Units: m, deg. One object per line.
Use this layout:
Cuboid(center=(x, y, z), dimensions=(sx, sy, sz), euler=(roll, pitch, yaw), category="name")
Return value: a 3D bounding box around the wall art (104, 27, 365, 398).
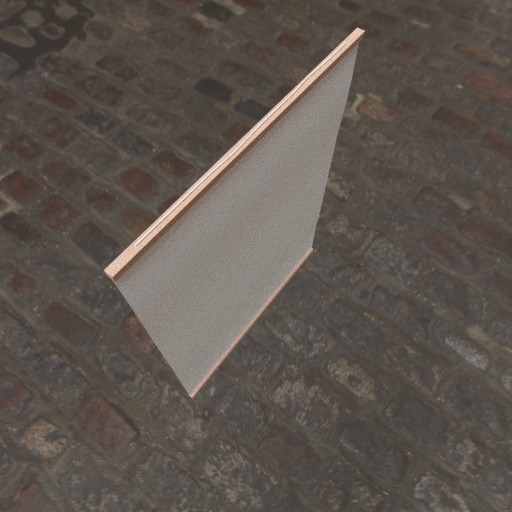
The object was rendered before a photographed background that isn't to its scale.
Cuboid(center=(0.000, 0.000, 1.277), dimensions=(0.020, 1.013, 0.758), euler=(34, 67, 17), category="wall art")
